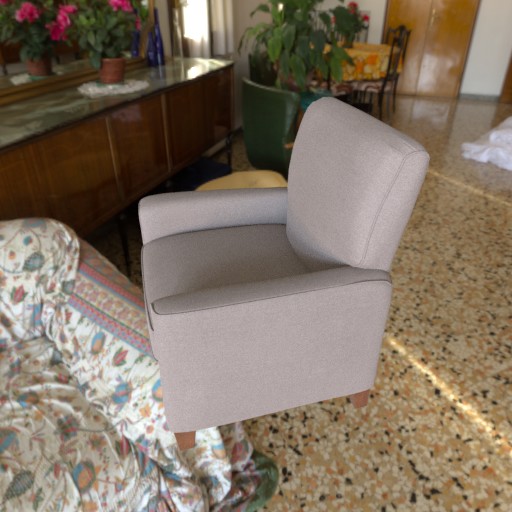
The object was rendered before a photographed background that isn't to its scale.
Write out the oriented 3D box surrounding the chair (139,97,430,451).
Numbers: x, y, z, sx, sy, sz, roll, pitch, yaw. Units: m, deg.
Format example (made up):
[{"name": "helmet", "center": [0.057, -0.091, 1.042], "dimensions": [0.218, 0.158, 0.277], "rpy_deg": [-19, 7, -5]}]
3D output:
[{"name": "chair", "center": [0.000, 0.000, 1.670], "dimensions": [0.859, 1.023, 0.845], "rpy_deg": [-8, 32, -13]}]
